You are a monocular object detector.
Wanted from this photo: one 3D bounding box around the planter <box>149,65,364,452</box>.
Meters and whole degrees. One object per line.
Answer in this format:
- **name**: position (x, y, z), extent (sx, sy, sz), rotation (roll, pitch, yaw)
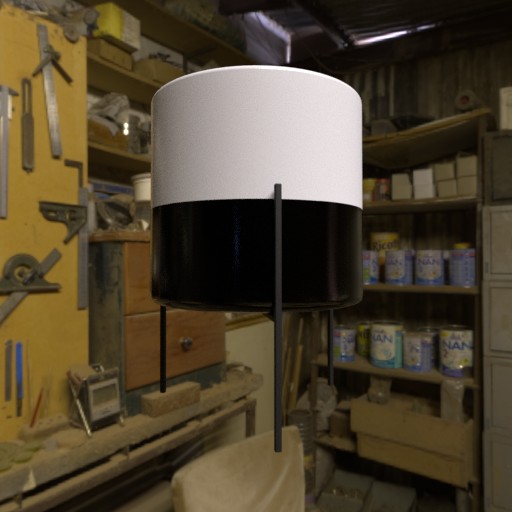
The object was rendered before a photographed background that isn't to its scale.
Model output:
- **planter**: position (0.000, 0.000, 0.651), extent (0.310, 0.432, 0.310), rotation (0, -1, 37)
